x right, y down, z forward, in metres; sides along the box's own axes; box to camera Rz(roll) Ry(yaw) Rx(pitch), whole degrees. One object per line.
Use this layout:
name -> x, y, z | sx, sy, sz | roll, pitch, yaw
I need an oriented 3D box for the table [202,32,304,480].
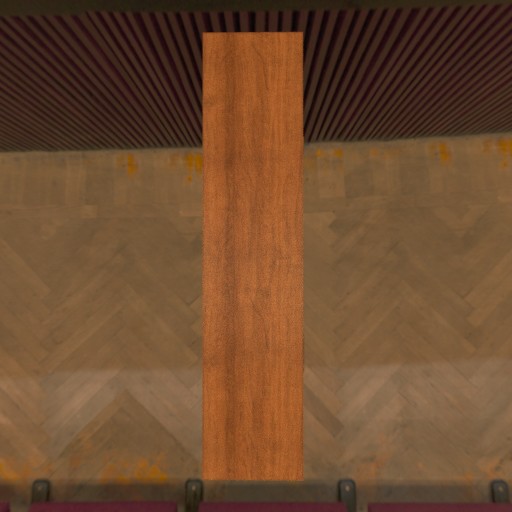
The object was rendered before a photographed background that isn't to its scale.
table -> 0.000, 0.000, 2.109 | 0.425, 0.635, 1.815 | 0, 89, 1
